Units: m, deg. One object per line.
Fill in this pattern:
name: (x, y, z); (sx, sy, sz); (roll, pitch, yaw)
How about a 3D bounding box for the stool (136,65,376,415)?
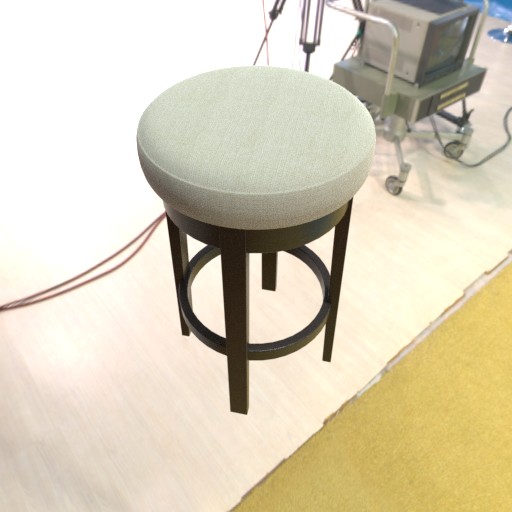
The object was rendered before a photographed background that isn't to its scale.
stool: (0.000, 0.000, 1.045); (0.446, 0.758, 0.446); (0, 47, 0)
